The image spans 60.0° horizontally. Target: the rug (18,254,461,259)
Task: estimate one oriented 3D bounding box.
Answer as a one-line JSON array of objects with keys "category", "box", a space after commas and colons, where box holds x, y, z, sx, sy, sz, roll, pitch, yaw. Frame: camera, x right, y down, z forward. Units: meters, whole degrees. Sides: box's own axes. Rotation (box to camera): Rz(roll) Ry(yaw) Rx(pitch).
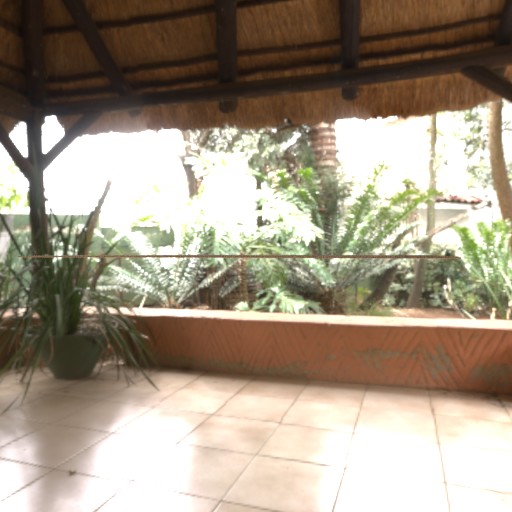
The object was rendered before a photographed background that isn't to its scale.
[{"category": "rug", "box": [0.000, 0.000, 2.857, 2.227, 0.008, 1.611, 0, 0, 18]}]
